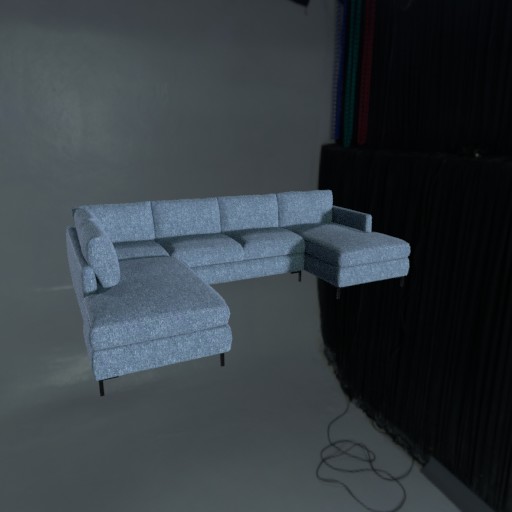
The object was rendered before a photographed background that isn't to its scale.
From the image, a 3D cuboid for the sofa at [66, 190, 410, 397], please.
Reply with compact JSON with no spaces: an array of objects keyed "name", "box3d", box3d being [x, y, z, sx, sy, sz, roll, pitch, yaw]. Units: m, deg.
[{"name":"sofa","box3d":[0.000,0.000,3.557,2.737,0.756,1.879,-7,17,-25]}]
